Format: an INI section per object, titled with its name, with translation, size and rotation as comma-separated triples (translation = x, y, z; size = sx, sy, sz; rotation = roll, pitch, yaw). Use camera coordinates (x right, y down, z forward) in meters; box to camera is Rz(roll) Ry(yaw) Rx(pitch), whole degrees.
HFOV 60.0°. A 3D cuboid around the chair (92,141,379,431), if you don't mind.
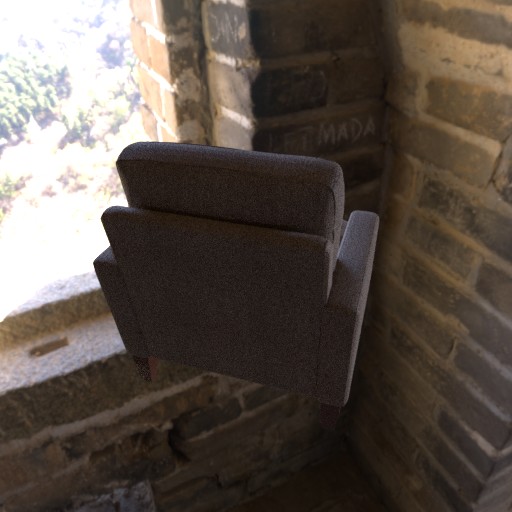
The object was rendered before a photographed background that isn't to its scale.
[chair]
translation = 0.000, 0.000, 1.699
size = 0.855, 0.993, 0.897
rotation = 10, 33, 15
